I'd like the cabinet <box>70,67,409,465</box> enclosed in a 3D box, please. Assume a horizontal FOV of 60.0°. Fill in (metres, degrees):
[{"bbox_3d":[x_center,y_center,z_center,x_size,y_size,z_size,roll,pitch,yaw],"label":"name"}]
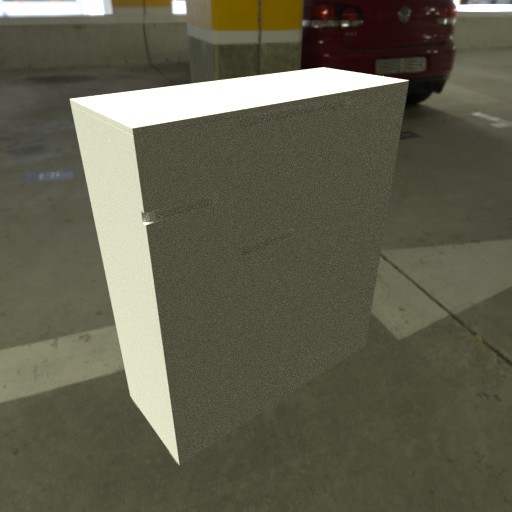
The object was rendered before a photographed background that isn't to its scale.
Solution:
[{"bbox_3d":[0.000,0.000,1.661,1.000,1.190,0.400,-22,37,-32],"label":"cabinet"}]
